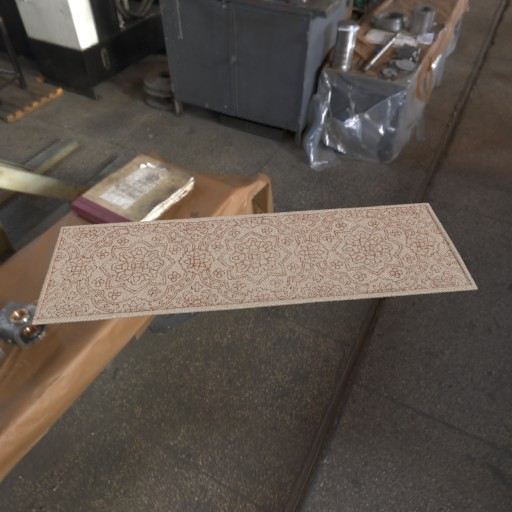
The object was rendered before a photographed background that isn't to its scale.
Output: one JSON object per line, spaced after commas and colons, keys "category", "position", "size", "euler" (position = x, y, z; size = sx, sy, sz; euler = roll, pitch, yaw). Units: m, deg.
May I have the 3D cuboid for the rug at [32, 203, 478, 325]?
{"category": "rug", "position": [0.000, 0.000, 2.674], "size": [2.448, 0.012, 0.769], "euler": [-4, 46, -4]}
